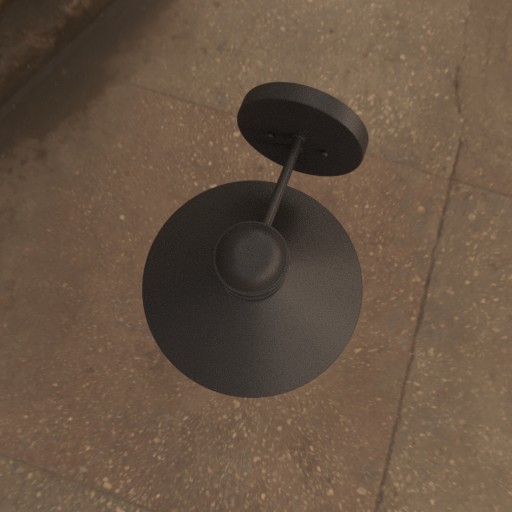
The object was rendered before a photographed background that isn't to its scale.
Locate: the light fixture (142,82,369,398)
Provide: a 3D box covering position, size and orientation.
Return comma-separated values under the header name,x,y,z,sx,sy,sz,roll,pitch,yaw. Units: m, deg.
name,x,y,z,sx,sy,sz,roll,pitch,yaw
light fixture,0.000,0.000,0.680,0.396,0.265,0.434,20,77,5
